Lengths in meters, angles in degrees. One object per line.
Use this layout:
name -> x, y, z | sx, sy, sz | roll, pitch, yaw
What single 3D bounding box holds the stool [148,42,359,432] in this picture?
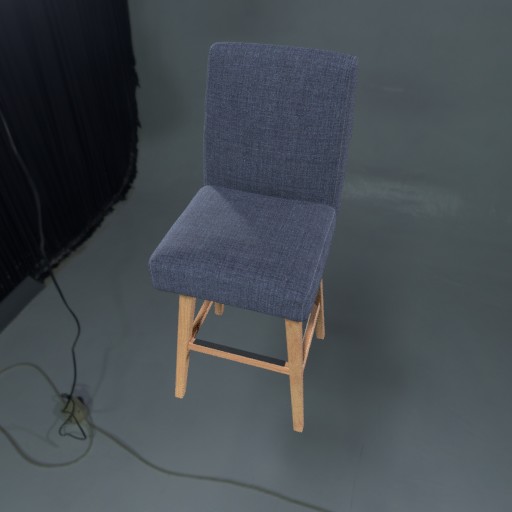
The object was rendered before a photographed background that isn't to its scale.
stool -> 0.000, 0.000, 1.402 | 0.483, 1.112, 0.570 | 11, 43, 12
